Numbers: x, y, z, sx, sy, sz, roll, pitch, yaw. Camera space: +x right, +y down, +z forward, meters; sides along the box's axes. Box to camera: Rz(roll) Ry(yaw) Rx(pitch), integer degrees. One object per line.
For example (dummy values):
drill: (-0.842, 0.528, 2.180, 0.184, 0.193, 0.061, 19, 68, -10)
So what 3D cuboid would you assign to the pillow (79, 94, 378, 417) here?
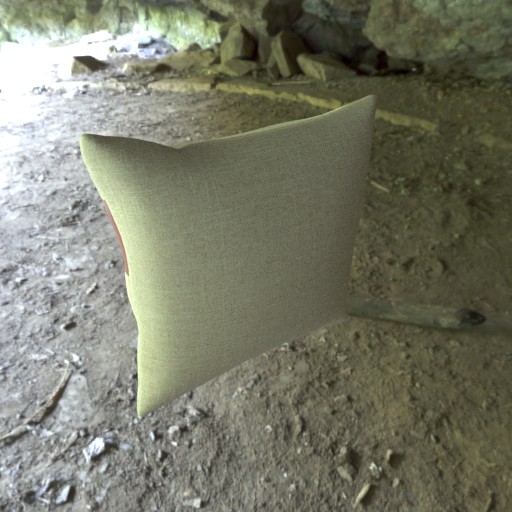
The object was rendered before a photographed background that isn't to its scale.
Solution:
pillow: (0.000, 0.000, 0.626, 0.414, 0.399, 0.173, -18, 34, -29)
